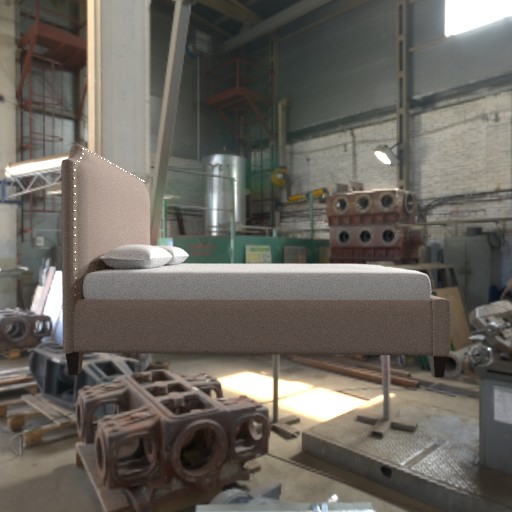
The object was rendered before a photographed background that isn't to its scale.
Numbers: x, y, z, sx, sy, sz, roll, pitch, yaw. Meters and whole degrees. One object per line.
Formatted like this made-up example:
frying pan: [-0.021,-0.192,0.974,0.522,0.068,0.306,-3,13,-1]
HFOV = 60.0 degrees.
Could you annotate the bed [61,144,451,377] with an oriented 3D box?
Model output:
bed: [0.000,0.000,3.498,2.372,1.443,1.713,0,1,2]
